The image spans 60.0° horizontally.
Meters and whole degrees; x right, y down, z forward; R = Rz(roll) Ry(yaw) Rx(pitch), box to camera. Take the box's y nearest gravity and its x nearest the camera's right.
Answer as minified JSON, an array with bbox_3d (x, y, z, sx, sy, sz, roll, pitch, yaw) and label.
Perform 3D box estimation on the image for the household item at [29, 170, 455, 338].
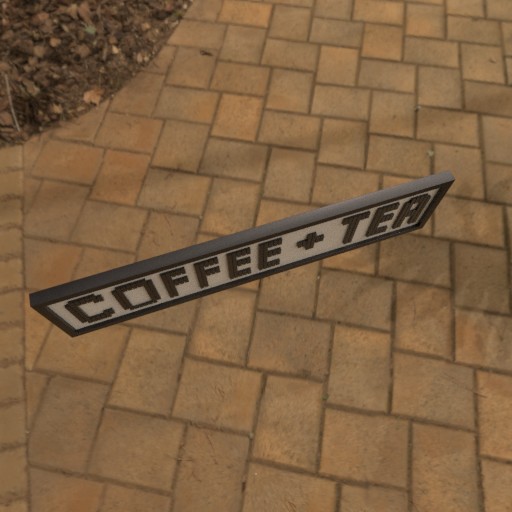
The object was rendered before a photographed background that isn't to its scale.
[{"bbox_3d":[0.000,0.000,1.104,1.001,0.236,0.030,-17,65,-8],"label":"household item"}]
